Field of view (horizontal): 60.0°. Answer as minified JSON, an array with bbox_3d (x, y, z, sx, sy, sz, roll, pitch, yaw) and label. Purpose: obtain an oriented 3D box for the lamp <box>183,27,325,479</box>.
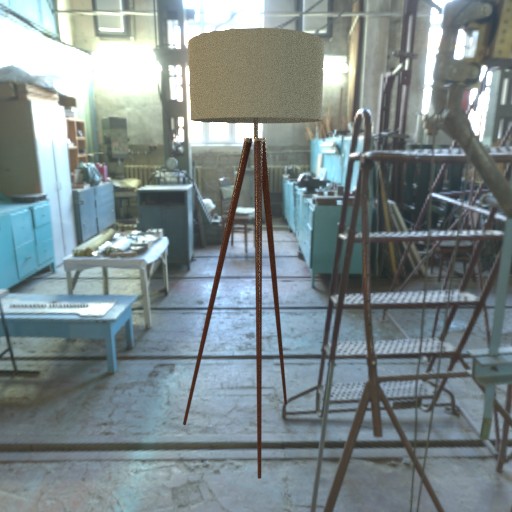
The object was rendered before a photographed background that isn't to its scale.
[{"bbox_3d":[0.000,0.000,1.770,0.483,1.553,0.483,14,20,42],"label":"lamp"}]
